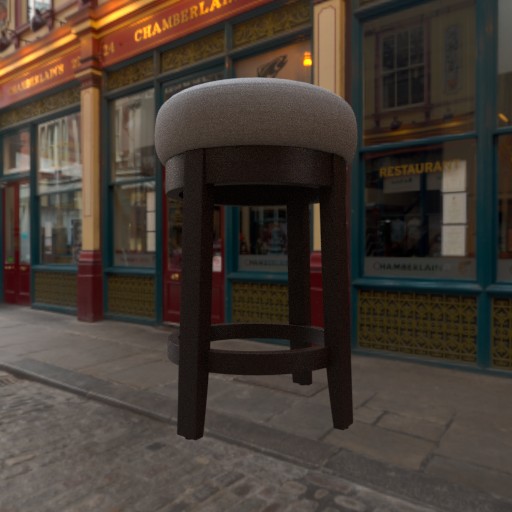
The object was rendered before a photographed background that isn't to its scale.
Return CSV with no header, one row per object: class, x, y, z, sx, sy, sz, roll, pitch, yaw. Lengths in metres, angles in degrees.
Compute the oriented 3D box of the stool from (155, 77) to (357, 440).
stool,0.000,0.000,0.991,0.443,0.672,0.443,0,0,0
